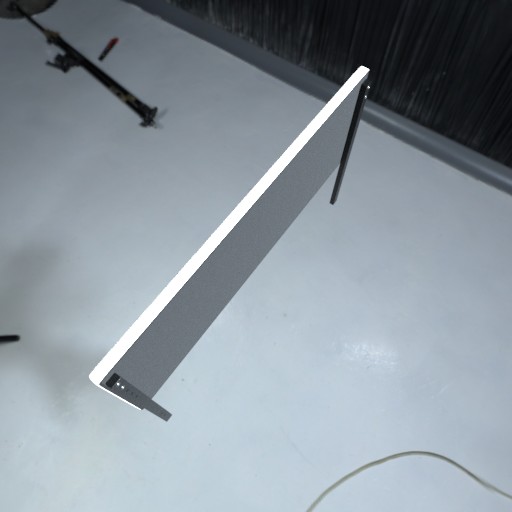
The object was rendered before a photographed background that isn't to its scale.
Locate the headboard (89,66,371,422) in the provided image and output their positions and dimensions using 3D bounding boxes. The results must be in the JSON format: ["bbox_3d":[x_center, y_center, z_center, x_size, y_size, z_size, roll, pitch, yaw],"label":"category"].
[{"bbox_3d":[0.000,0.000,2.946,0.120,1.410,2.362,33,68,15],"label":"headboard"}]
